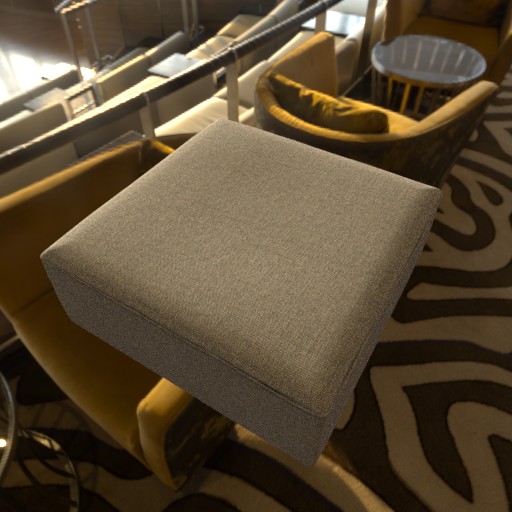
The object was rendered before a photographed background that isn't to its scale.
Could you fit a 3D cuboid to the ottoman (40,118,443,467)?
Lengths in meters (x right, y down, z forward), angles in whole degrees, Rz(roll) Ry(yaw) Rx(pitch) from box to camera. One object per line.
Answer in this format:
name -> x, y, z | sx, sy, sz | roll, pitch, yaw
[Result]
ottoman -> 0.000, 0.000, 1.620 | 1.017, 0.423, 1.023 | 25, 51, 21
